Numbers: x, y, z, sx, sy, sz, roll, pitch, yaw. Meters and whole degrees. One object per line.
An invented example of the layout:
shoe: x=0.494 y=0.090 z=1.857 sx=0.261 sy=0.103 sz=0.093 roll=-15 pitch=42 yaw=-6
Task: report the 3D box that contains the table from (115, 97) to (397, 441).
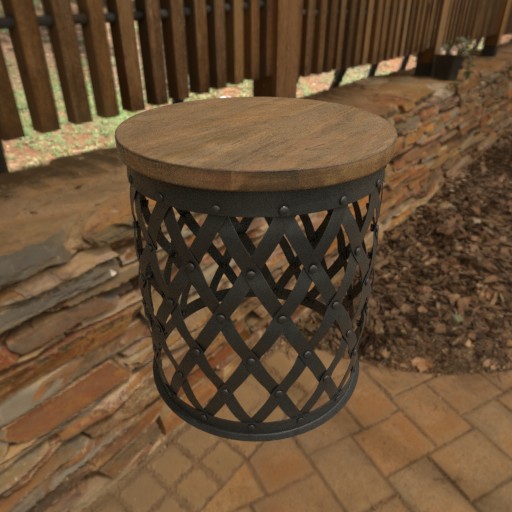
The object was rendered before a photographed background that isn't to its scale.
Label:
table: x=0.000 y=0.000 z=0.772 sx=0.405 sy=0.454 sz=0.405 roll=0 pitch=31 yaw=0
